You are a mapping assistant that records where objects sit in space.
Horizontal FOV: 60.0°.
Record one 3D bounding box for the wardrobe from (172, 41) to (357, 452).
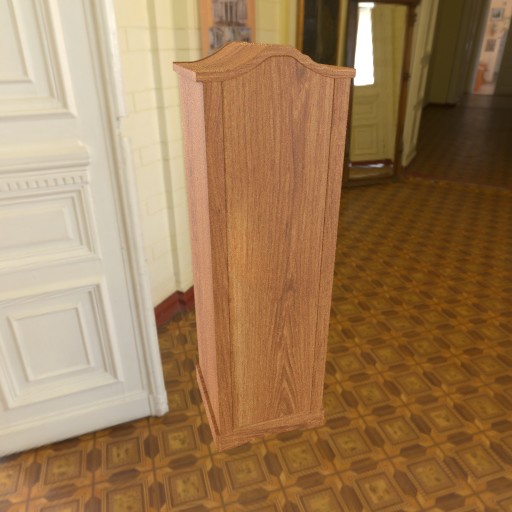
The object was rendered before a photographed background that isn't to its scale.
[{"bbox_3d":[0.000,0.000,2.153,0.590,1.870,0.570,-8,28,-15],"label":"wardrobe"}]
